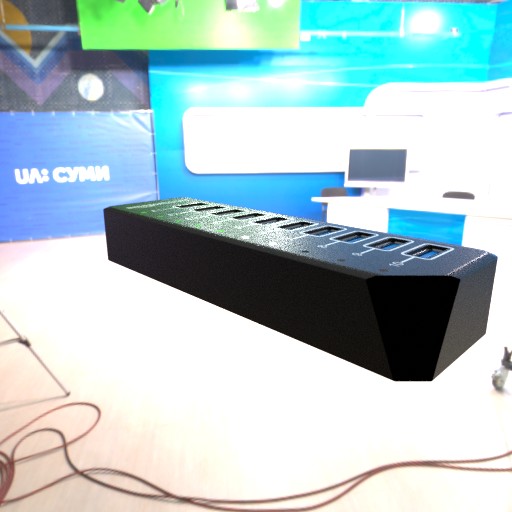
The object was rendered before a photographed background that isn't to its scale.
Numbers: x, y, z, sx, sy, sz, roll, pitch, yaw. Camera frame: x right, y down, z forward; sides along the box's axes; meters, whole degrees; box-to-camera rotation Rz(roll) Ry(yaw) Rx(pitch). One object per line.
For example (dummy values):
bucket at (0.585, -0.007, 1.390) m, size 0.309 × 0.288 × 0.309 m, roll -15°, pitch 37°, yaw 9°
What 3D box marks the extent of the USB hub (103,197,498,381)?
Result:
USB hub at (0.000, 0.000, 0.157) m, size 0.044 × 0.023 × 0.145 m, roll -15°, pitch 22°, yaw -43°
